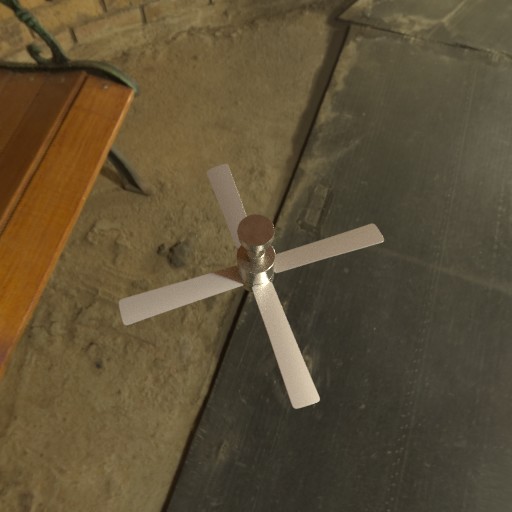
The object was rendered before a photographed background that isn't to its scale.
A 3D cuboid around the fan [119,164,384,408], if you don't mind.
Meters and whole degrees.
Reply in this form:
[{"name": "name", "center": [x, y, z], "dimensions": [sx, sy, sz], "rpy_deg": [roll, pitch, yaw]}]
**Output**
[{"name": "fan", "center": [0.000, 0.000, 2.310], "dimensions": [1.525, 0.539, 1.525], "rpy_deg": [-17, 64, -8]}]
